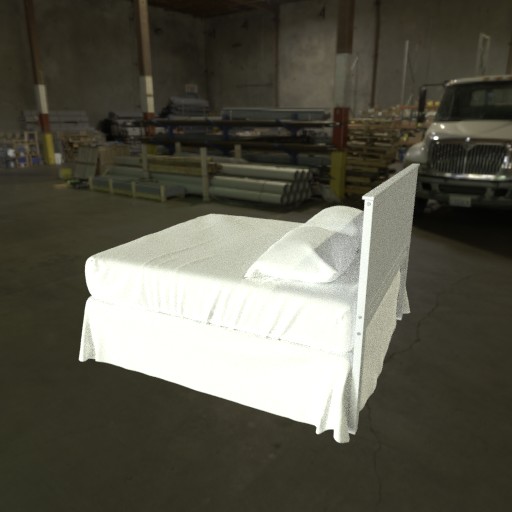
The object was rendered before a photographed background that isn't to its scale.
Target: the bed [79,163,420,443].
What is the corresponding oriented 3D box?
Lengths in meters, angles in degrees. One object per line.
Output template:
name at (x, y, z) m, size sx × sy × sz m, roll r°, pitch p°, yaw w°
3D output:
bed at (0.000, 0.000, 3.251) m, size 2.047 × 1.269 × 1.876 m, roll 8°, pitch 19°, yaw 25°
